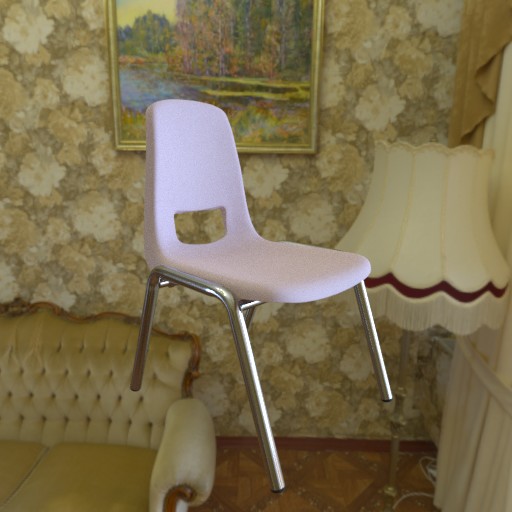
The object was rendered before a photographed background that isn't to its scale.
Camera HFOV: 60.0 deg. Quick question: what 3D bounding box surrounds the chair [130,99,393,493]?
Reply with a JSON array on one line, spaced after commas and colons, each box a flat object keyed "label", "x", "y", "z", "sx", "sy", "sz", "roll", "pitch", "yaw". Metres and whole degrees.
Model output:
[{"label": "chair", "x": 0.000, "y": 0.000, "z": 0.833, "sx": 0.423, "sy": 0.586, "sz": 0.354, "roll": 12, "pitch": 17, "yaw": 42}]
